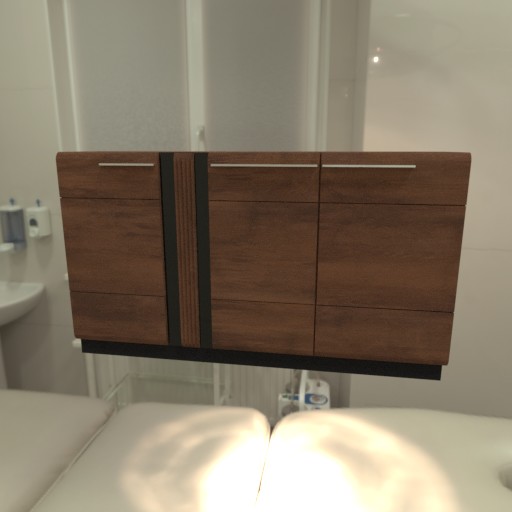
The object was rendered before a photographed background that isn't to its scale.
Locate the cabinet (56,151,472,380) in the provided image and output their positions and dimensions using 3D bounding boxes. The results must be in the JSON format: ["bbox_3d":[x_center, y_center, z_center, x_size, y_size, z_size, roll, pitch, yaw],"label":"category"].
[{"bbox_3d":[0.000,0.000,1.966,1.600,0.900,0.420,2,14,9],"label":"cabinet"}]
